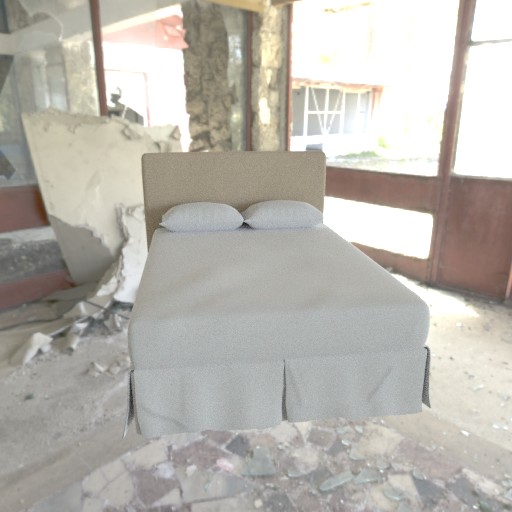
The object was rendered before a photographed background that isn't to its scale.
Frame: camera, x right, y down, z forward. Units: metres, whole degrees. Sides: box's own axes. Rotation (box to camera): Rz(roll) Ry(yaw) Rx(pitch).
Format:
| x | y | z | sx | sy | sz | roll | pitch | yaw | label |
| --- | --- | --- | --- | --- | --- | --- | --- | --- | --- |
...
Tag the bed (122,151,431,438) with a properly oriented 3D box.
| x | y | z | sx | sy | sz | roll | pitch | yaw | label |
| --- | --- | --- | --- | --- | --- | --- | --- | --- | --- |
| 0.000 | 0.000 | 3.193 | 1.723 | 1.330 | 2.142 | -3 | 18 | -8 | bed |
